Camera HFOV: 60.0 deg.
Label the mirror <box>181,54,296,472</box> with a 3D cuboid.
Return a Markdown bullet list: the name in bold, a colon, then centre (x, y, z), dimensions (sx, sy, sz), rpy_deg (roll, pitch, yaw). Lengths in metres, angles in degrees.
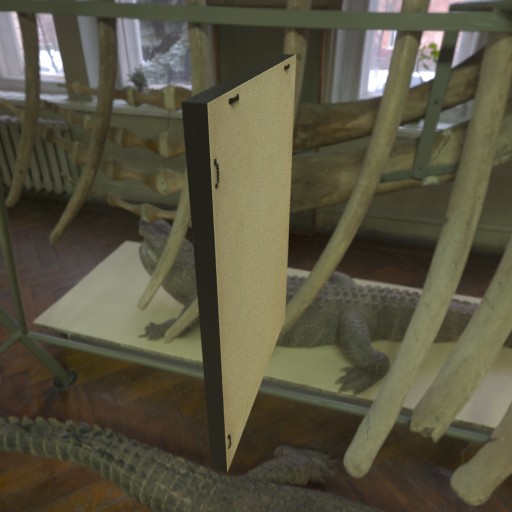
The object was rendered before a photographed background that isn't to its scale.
- **mirror**: centre (0.000, 0.000, 0.915), dimensions (0.039, 0.710, 0.507), rpy_deg (8, 32, 14)
